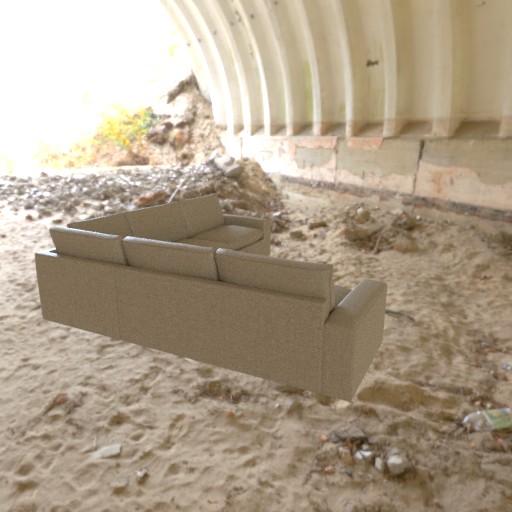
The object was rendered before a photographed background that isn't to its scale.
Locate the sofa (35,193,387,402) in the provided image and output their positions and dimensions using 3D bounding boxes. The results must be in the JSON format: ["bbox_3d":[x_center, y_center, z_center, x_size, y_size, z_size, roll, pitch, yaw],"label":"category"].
[{"bbox_3d":[0.000,0.000,4.189,2.622,0.800,2.742,8,17,26],"label":"sofa"}]
